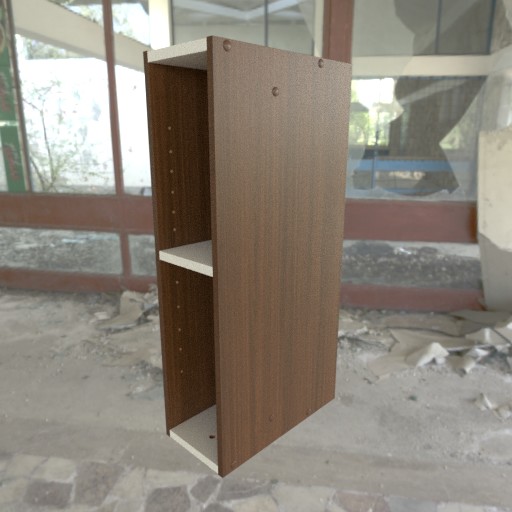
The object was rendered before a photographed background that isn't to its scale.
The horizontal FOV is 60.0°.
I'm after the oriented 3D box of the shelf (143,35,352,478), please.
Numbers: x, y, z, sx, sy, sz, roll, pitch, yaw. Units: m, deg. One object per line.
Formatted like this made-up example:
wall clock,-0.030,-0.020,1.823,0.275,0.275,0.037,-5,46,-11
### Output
shelf,0.000,0.000,0.728,0.147,0.600,0.290,14,21,42
